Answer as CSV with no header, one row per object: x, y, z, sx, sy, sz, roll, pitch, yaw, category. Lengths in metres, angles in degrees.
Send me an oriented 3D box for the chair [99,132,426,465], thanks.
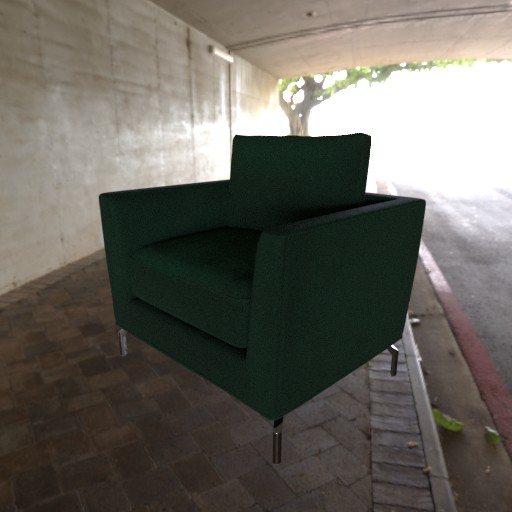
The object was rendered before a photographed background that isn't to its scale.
0.000,0.000,1.850,0.852,0.997,1.047,-15,22,-43,chair
